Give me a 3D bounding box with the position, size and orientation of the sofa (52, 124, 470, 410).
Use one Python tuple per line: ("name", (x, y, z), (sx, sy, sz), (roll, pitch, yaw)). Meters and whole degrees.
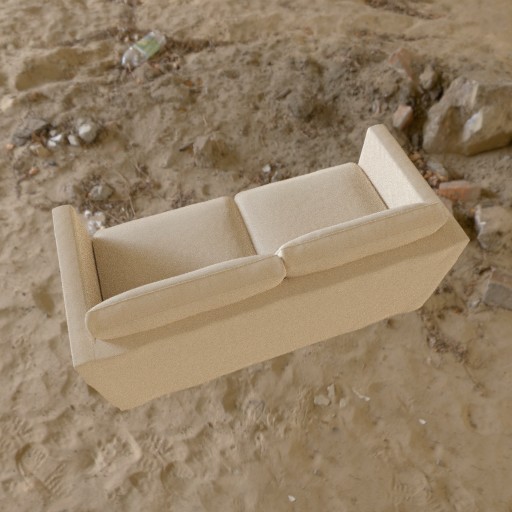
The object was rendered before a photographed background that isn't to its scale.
("sofa", (0.000, 0.000, 2.512), (1.987, 0.870, 0.940), (-17, 59, -11))
